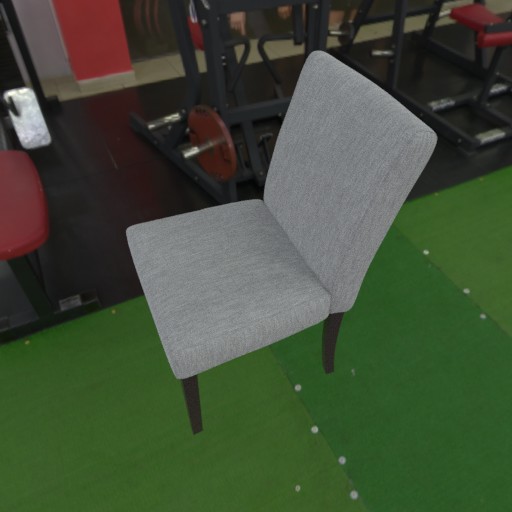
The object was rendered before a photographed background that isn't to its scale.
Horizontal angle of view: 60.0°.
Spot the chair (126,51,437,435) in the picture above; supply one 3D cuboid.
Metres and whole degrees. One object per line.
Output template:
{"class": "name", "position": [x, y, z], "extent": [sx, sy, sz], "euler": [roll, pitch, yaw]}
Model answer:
{"class": "chair", "position": [0.000, 0.000, 1.233], "extent": [0.629, 0.884, 0.487], "euler": [-18, 49, -16]}
